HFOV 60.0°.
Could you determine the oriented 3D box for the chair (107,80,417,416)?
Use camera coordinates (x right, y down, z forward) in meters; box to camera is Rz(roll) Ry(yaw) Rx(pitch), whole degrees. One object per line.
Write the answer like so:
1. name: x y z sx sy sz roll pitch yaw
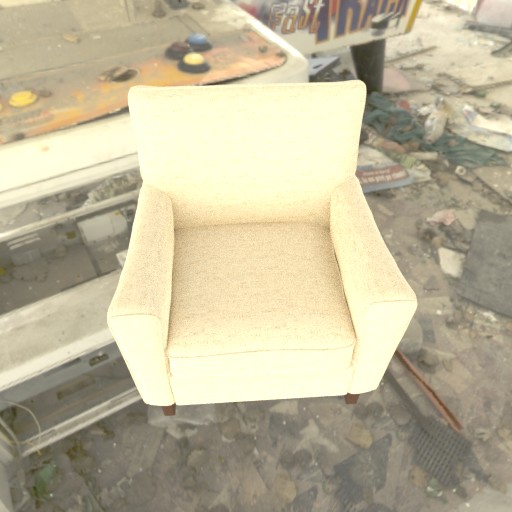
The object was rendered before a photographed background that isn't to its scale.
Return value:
1. chair: 0.000 0.000 1.593 0.870 0.943 0.823 -3 45 -3
